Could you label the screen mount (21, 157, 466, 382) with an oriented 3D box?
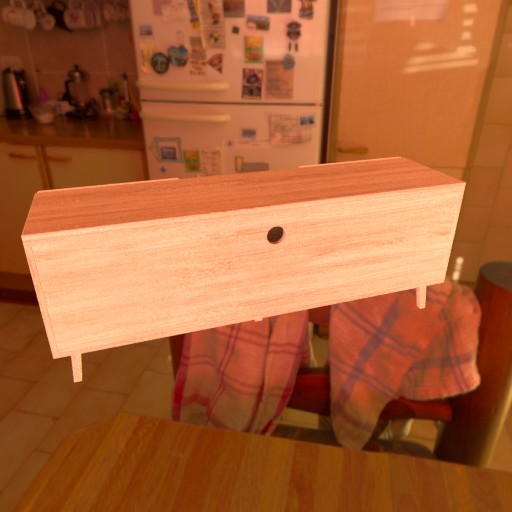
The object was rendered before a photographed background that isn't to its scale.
[{"bbox_3d":[0.000,0.000,1.734,1.500,0.570,0.420,-9,28,-17],"label":"screen mount"}]
